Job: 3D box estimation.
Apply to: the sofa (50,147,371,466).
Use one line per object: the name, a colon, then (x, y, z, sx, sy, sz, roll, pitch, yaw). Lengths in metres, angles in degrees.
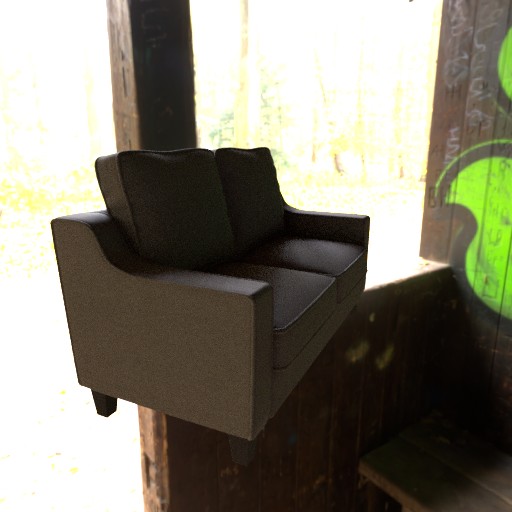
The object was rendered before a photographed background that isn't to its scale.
sofa: (0.000, 0.000, 2.001, 0.791, 0.948, 1.500, 7, 16, 25)
